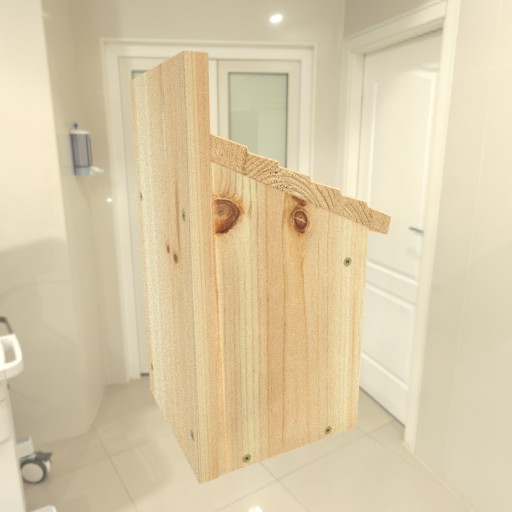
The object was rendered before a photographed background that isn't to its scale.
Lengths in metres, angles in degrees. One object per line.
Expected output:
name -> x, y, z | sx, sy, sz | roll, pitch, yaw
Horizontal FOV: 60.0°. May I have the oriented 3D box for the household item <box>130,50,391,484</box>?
household item -> 0.000, 0.000, 0.395 | 0.171, 0.300, 0.149 | -7, 16, -26
